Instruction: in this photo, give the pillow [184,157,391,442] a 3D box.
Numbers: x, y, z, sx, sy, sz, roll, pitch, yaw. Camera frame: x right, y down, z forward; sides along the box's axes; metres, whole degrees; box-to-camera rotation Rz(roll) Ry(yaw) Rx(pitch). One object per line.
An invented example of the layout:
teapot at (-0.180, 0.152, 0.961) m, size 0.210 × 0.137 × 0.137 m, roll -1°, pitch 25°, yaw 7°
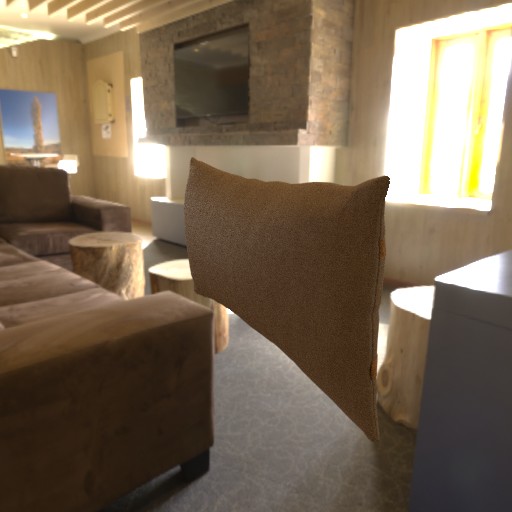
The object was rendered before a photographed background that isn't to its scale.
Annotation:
pillow at (0.000, 0.000, 0.736) m, size 0.148 × 0.308 × 0.612 m, roll -7°, pitch 15°, yaw -26°
